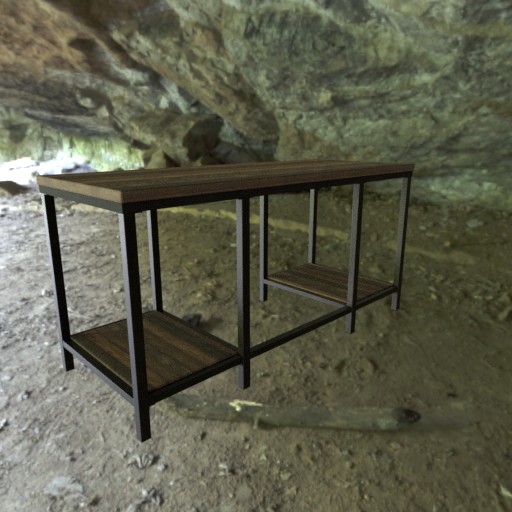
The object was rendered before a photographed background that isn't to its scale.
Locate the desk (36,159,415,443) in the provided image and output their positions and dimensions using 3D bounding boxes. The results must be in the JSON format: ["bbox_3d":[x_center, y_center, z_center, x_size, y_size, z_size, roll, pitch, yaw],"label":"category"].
[{"bbox_3d":[0.000,0.000,1.946,1.538,0.753,0.617,-14,21,-42],"label":"desk"}]
